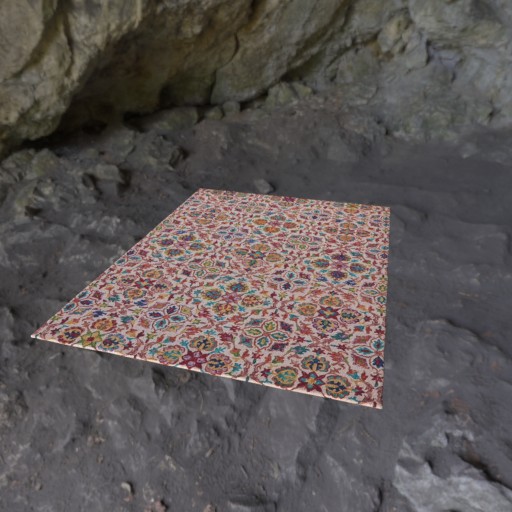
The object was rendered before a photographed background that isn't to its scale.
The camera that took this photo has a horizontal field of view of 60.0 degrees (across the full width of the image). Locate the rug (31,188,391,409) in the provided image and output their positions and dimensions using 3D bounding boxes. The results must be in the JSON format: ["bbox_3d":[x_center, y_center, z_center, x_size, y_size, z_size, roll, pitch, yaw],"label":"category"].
[{"bbox_3d":[0.000,0.000,4.234,2.446,0.020,3.215,8,29,14],"label":"rug"}]
